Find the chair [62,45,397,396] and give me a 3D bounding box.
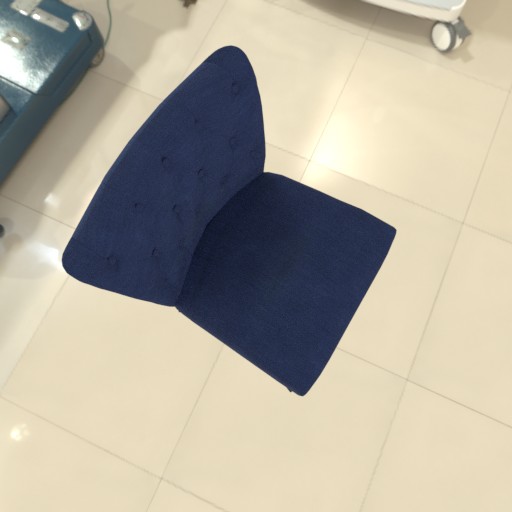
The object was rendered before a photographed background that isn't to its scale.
[{"bbox_3d":[0.000,0.000,1.199,0.606,0.753,0.585,31,77,8],"label":"chair"}]
